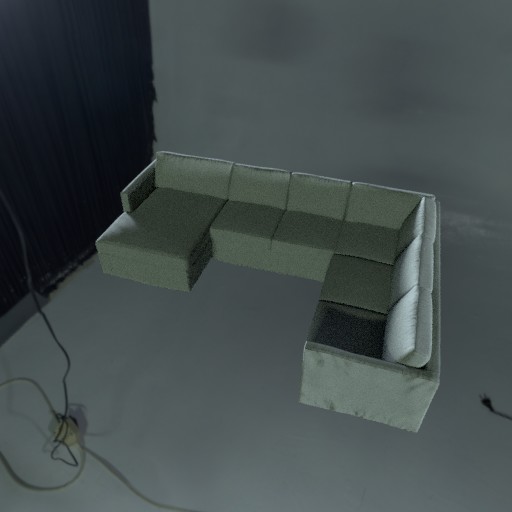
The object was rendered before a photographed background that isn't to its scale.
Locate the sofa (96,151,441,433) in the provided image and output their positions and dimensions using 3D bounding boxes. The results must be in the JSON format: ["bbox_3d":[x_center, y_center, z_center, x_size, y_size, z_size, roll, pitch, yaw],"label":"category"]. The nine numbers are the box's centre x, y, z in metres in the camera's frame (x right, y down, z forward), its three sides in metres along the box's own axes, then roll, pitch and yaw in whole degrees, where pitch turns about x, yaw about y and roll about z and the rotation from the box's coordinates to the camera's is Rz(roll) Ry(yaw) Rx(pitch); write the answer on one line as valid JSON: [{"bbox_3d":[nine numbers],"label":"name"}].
[{"bbox_3d":[0.000,0.000,4.486,3.434,0.869,2.440,12,41,14],"label":"sofa"}]
